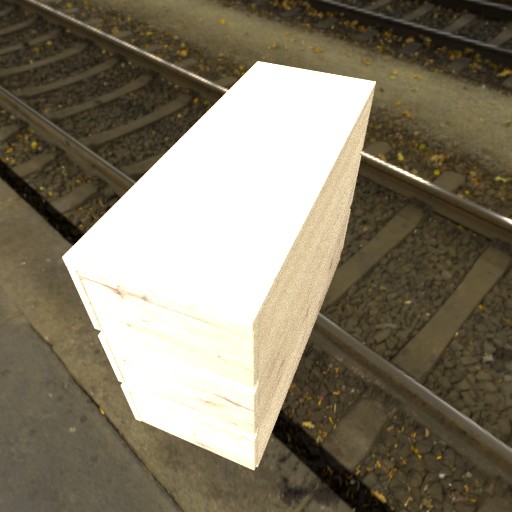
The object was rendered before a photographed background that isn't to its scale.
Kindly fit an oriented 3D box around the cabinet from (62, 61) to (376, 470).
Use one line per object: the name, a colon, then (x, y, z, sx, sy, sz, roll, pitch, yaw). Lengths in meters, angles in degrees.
cabinet: (0.000, 0.000, 1.472, 0.420, 0.820, 1.040, 17, 48, 16)
